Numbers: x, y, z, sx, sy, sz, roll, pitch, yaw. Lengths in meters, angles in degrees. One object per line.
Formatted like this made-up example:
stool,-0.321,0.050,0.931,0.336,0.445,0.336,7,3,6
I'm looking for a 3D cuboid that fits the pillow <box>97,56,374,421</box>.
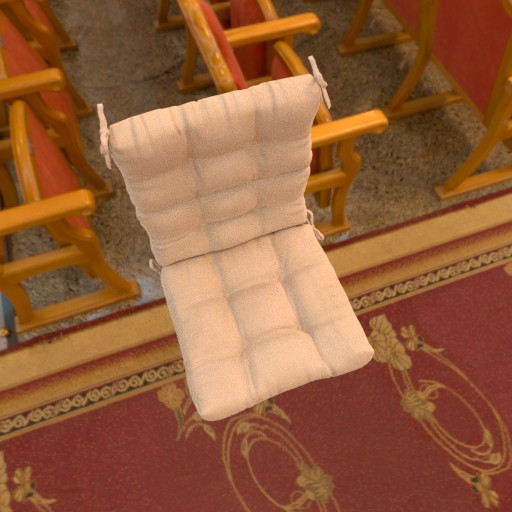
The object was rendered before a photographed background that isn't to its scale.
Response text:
pillow,0.000,0.000,1.044,0.519,0.605,0.571,-17,64,-9
